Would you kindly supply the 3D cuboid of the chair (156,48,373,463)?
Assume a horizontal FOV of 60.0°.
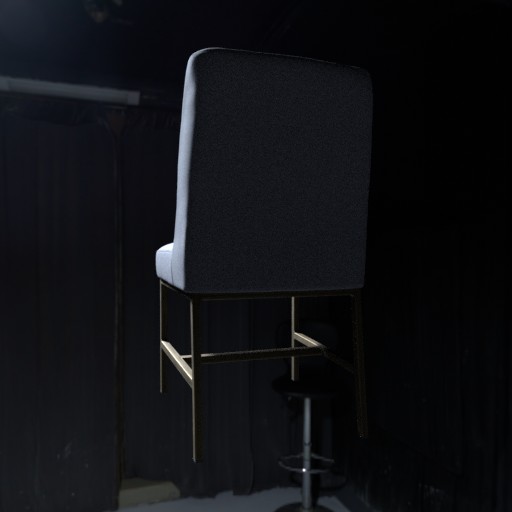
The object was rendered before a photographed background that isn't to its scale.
[{"bbox_3d":[0.000,0.000,1.246,0.508,0.889,0.587,0,1,-18],"label":"chair"}]
